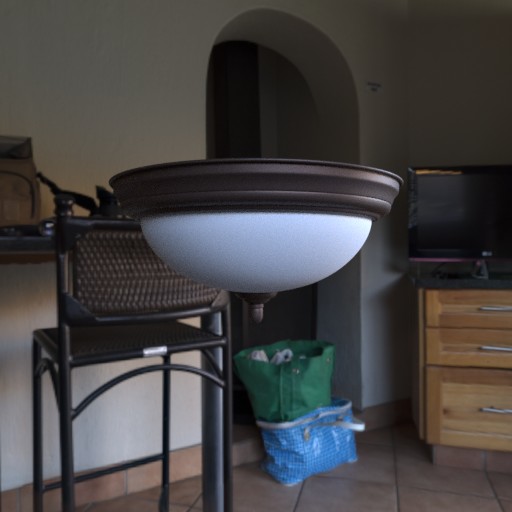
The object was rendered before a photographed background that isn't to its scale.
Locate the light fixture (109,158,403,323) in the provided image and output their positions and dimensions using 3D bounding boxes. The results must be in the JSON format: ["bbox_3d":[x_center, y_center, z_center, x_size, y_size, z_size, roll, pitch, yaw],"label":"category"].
[{"bbox_3d":[0.000,0.000,0.443,0.280,0.135,0.280,0,0,0],"label":"light fixture"}]
